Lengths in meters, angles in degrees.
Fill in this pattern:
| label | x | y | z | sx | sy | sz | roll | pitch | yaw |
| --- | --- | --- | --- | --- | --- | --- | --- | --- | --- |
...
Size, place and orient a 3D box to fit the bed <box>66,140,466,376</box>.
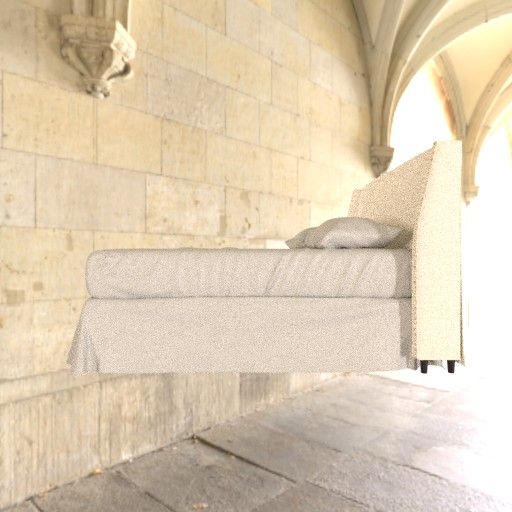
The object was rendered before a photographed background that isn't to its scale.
| label | x | y | z | sx | sy | sz | roll | pitch | yaw |
| --- | --- | --- | --- | --- | --- | --- | --- | --- | --- |
| bed | 0.000 | 0.000 | 3.375 | 2.276 | 1.332 | 1.925 | 0 | 0 | -2 |
